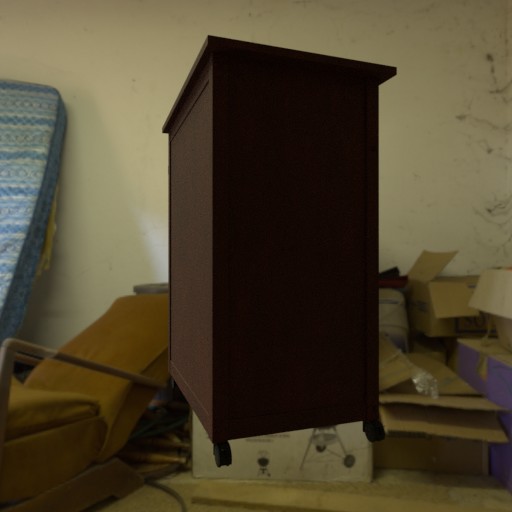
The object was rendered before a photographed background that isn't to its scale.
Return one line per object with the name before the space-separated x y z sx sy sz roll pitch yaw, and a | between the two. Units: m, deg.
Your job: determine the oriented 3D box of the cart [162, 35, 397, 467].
cart | 0.000 0.000 1.261 0.442 0.864 0.683 0 0 -20
